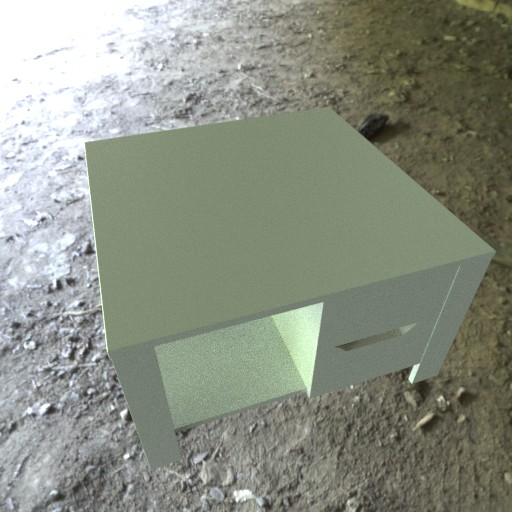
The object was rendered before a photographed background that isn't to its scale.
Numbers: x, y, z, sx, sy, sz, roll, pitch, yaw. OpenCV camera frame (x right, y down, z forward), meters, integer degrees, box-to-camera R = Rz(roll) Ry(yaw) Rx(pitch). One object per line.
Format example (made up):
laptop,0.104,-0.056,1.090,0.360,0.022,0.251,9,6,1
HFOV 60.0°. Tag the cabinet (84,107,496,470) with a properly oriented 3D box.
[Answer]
cabinet,0.000,0.000,1.273,0.800,0.460,0.800,-13,43,-14
